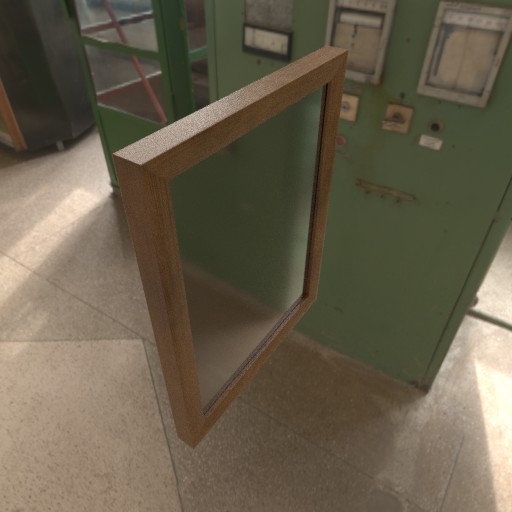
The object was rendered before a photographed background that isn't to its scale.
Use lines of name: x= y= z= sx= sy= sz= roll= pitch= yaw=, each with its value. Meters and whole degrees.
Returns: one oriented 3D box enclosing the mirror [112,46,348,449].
mirror: x=0.000 y=0.000 z=0.678 sx=0.041 sy=0.508 sz=0.405 roll=24 pitch=46 yaw=26
